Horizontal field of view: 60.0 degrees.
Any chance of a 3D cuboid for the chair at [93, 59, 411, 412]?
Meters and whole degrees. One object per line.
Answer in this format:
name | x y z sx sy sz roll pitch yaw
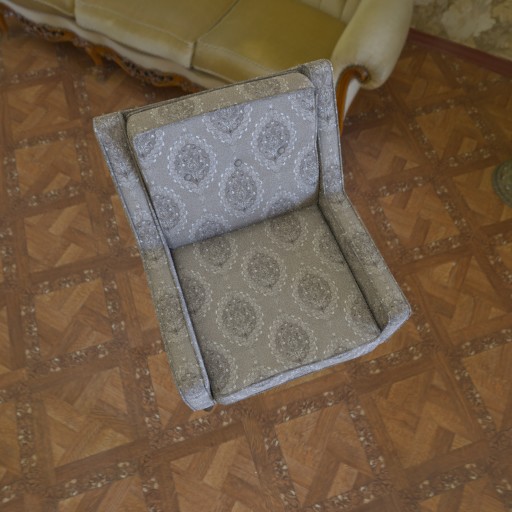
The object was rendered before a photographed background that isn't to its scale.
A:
chair | 0.000 0.000 1.355 0.665 0.797 0.750 -18 65 -8
